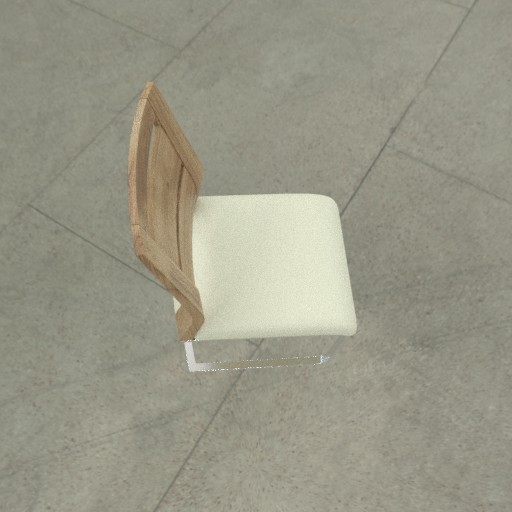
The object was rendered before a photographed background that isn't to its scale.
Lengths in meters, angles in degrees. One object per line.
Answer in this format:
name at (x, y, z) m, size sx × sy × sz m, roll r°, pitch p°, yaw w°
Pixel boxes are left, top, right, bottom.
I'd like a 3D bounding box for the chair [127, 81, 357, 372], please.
chair at (0.000, 0.000, 1.281) m, size 0.561 × 0.955 × 0.457 m, roll -3°, pitch 64°, yaw -1°
